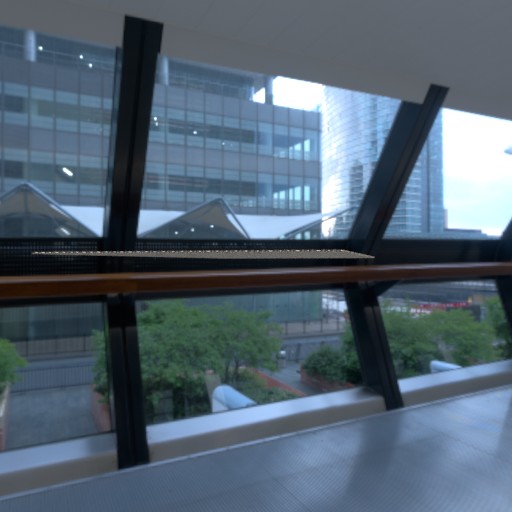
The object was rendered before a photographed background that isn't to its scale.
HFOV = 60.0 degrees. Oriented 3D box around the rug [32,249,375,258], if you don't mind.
[{"bbox_3d":[0.000,0.000,2.490,1.196,0.008,2.006,0,-1,18],"label":"rug"}]
